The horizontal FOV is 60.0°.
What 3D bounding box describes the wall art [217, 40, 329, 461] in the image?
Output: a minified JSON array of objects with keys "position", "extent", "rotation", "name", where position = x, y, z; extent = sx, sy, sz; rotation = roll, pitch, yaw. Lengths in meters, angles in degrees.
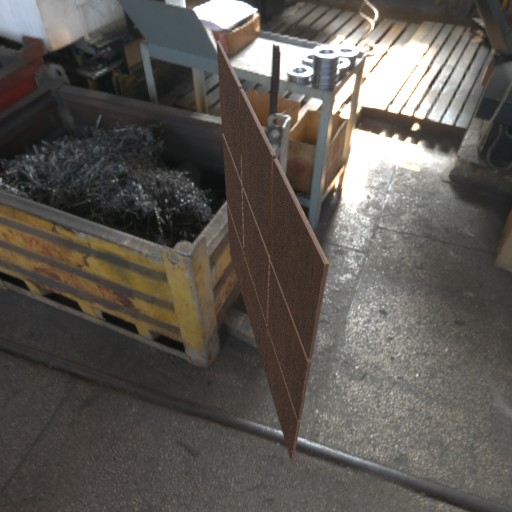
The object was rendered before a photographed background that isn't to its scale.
[{"position":[0.000,0.000,2.238],"extent":[0.014,1.525,1.527],"rotation":[-11,48,-10],"name":"wall art"}]
